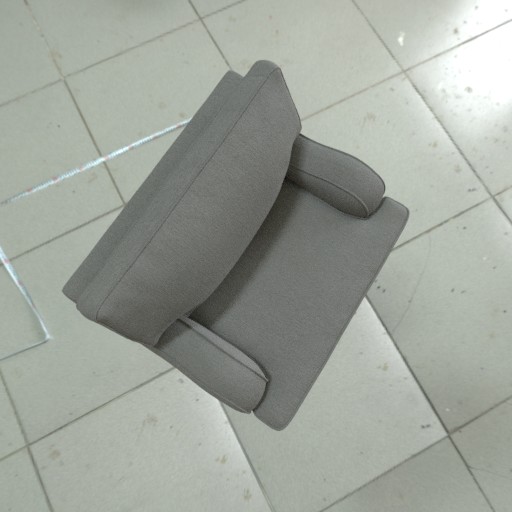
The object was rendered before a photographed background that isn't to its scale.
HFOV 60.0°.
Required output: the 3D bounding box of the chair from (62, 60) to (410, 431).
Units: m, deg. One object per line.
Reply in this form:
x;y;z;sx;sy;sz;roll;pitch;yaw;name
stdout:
0.000;0.000;2.043;1.041;1.016;1.220;32;78;8;chair
